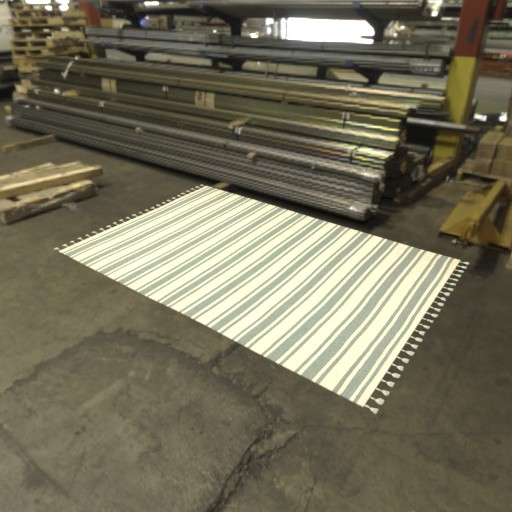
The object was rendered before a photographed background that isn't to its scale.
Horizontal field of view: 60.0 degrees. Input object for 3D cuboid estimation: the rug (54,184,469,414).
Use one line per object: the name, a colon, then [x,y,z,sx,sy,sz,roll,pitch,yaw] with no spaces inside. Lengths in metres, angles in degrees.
rug: [0.000,0.000,3.025,2.410,0.011,1.539,20,36,31]
